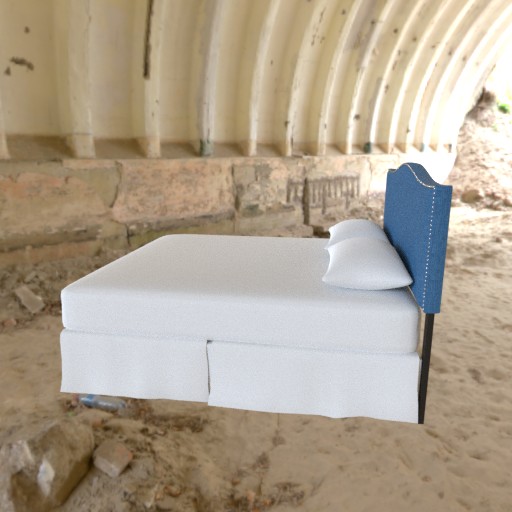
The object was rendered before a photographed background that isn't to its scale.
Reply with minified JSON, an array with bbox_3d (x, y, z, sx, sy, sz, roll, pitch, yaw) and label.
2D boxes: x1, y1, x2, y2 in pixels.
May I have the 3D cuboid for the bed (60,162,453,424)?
[{"bbox_3d":[0.000,0.000,2.804,1.872,1.169,1.610,2,14,9],"label":"bed"}]
